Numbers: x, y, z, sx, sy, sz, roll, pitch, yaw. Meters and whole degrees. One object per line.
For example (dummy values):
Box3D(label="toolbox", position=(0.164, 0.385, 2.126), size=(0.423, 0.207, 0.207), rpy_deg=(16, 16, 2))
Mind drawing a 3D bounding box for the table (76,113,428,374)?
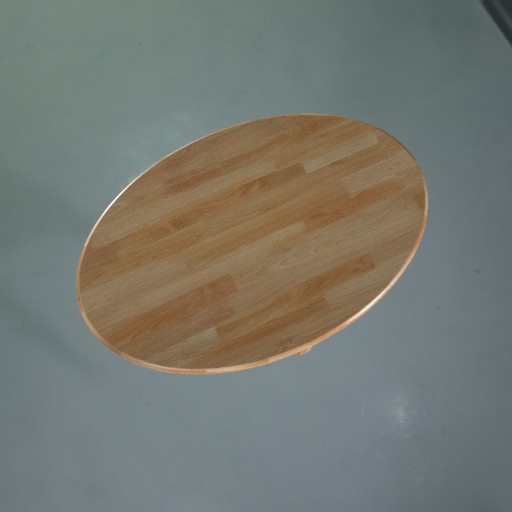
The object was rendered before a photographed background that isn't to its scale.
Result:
Box3D(label="table", position=(0.000, 0.000, 1.448), size=(1.040, 0.490, 0.690), rpy_deg=(-25, 76, -7))
